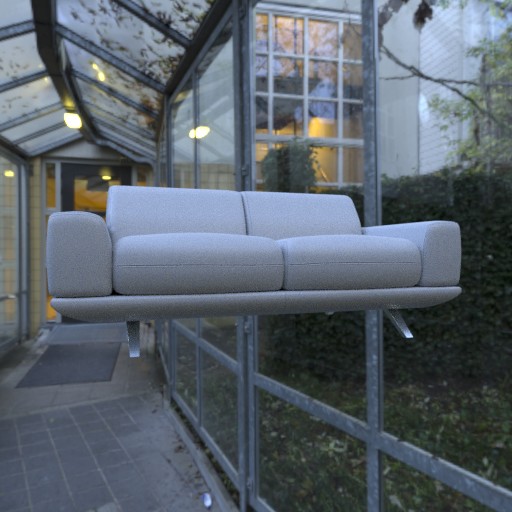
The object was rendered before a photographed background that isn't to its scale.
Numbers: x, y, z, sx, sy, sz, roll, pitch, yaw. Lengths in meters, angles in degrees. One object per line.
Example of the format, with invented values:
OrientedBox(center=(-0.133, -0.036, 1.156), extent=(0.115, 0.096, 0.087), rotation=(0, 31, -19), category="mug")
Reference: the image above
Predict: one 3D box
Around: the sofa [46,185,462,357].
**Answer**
OrientedBox(center=(0.000, 0.000, 2.320), extent=(1.901, 0.772, 0.900), rotation=(0, 1, -18), category="sofa")
